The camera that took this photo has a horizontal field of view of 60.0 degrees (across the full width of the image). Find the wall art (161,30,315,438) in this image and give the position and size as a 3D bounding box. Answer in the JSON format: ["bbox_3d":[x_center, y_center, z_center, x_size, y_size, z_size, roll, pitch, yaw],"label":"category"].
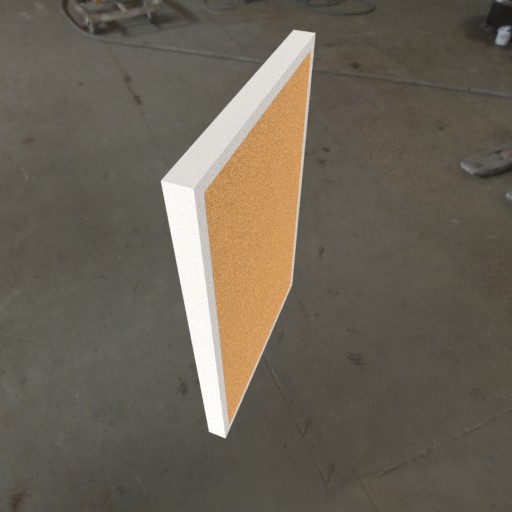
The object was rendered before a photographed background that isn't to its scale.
[{"bbox_3d":[0.000,0.000,0.841,0.038,0.657,0.450,16,49,14],"label":"wall art"}]
